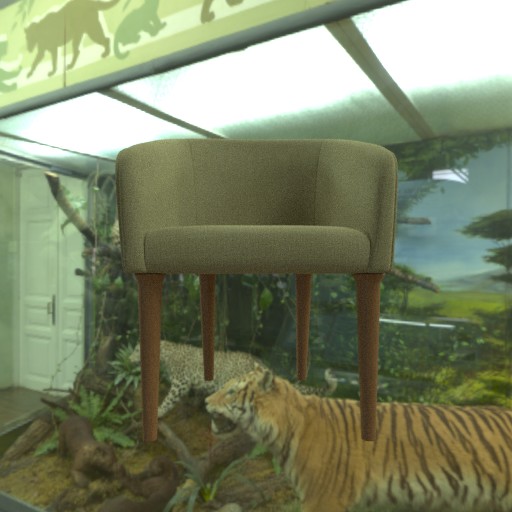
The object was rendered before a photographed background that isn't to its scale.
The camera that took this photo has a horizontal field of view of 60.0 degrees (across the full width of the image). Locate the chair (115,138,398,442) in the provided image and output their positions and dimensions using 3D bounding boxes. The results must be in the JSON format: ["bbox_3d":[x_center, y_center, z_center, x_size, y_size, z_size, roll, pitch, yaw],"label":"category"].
[{"bbox_3d":[0.000,0.000,1.193,0.584,0.775,0.616,0,0,-1],"label":"chair"}]
